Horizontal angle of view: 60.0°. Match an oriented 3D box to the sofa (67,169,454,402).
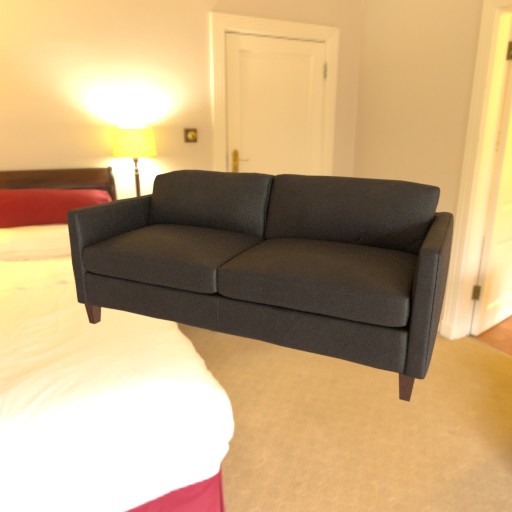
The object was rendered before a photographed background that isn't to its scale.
[{"bbox_3d":[0.000,0.000,2.487,1.971,0.863,0.933,8,18,25],"label":"sofa"}]
